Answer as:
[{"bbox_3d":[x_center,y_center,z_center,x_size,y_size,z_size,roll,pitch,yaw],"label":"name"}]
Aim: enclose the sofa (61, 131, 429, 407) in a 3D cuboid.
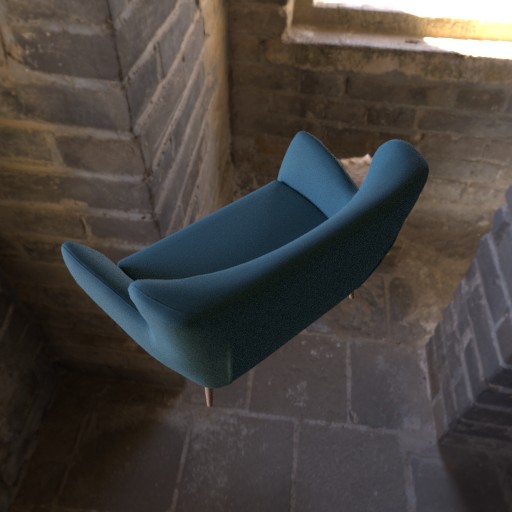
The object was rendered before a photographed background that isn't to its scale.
[{"bbox_3d":[0.000,0.000,1.997,1.397,0.889,0.889,-31,54,-27],"label":"sofa"}]
